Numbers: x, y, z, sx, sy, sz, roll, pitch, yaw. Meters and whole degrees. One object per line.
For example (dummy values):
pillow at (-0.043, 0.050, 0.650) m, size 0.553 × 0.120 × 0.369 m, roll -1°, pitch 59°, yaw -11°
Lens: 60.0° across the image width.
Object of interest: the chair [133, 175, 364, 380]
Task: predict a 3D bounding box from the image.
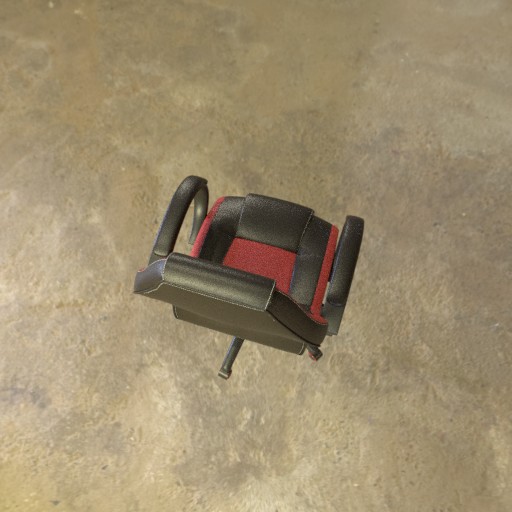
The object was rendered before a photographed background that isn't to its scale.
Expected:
chair at (0.000, 0.000, 1.691) m, size 0.750 × 1.189 × 0.783 m, roll 15°, pitch 65°, yaw 7°
